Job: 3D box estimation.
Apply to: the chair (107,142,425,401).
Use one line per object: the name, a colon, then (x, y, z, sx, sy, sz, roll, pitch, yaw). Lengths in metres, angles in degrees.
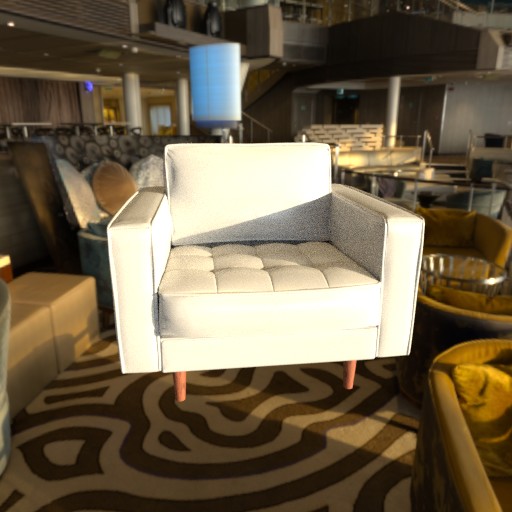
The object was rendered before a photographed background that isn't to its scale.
chair: (0.000, 0.000, 1.596, 0.928, 0.773, 0.843, -2, 17, -7)
